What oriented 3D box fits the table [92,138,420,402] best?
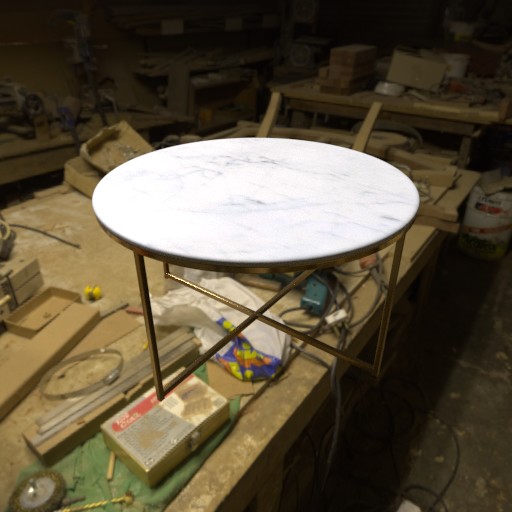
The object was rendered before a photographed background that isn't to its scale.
[{"bbox_3d":[0.000,0.000,1.246,0.800,0.450,0.800,0,30,0],"label":"table"}]
